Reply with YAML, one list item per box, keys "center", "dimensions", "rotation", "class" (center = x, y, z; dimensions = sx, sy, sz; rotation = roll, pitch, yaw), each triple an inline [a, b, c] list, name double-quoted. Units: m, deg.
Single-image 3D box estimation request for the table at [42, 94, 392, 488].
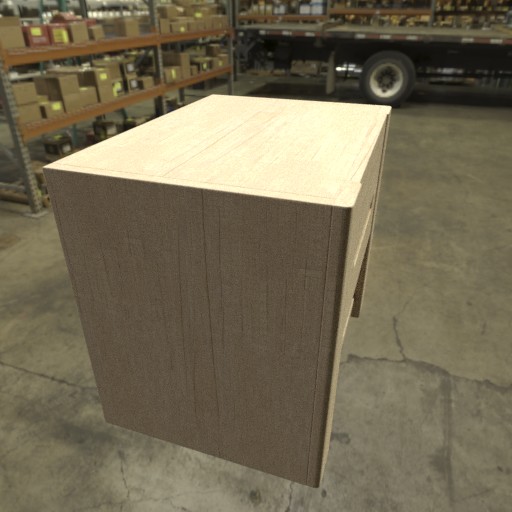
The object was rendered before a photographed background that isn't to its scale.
- center: [0.000, 0.000, 0.902]
  dimensions: [0.420, 0.510, 0.570]
  rotation: [10, 31, 16]
  class: "table"
